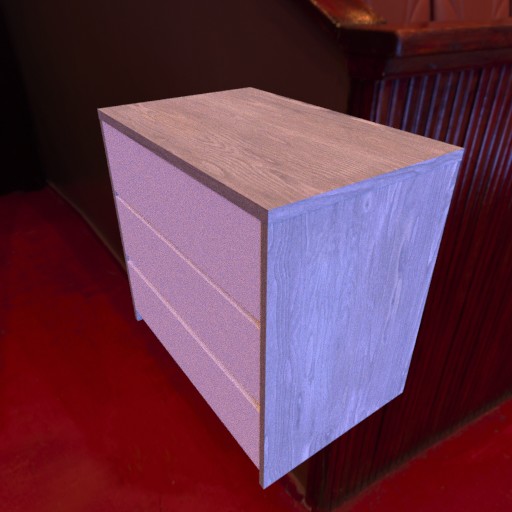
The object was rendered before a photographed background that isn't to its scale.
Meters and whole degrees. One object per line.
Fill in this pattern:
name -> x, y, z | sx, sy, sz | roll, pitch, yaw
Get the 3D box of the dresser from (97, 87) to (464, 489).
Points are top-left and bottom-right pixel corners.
dresser -> 0.000, 0.000, 1.307 | 0.529, 0.762, 0.809 | -20, 37, -30
